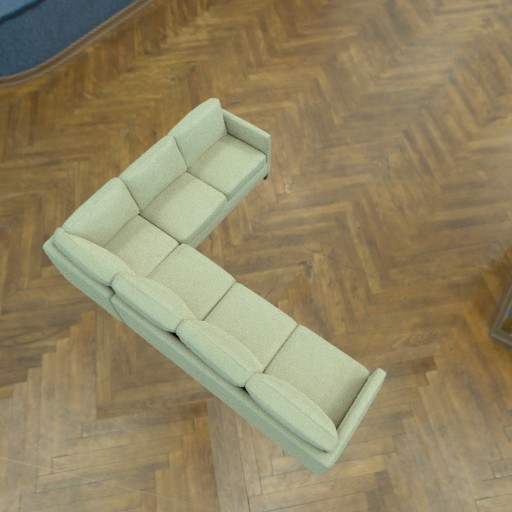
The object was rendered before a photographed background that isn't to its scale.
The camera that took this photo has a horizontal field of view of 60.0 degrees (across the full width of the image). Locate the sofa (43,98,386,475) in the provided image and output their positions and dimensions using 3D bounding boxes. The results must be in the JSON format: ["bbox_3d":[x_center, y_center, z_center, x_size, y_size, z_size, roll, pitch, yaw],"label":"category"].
[{"bbox_3d":[0.000,0.000,4.495,3.302,0.947,2.593,33,65,18],"label":"sofa"}]
